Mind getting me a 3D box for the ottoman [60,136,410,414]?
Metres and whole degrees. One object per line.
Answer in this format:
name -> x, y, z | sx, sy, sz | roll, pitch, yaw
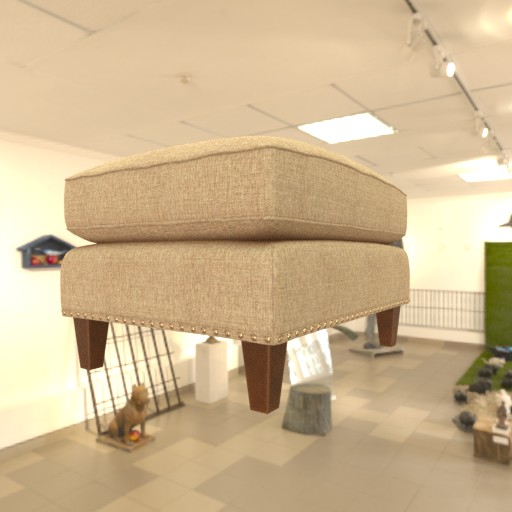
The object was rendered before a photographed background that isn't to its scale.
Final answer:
ottoman -> 0.000, 0.000, 1.141 | 0.584, 0.513, 0.741 | 0, 0, 35
